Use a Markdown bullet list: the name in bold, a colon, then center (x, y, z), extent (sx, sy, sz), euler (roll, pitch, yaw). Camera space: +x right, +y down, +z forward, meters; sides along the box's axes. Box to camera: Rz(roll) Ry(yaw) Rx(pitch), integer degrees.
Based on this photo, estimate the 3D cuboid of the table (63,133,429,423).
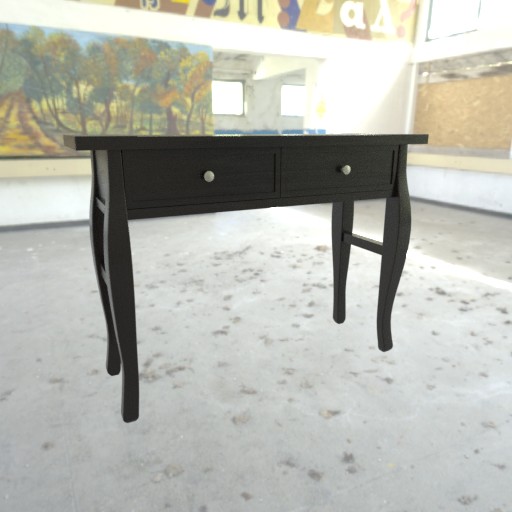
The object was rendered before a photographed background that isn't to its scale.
- **table**: center (0.000, 0.000, 1.452), extent (1.062, 0.768, 0.373), euler (-8, 18, -25)
